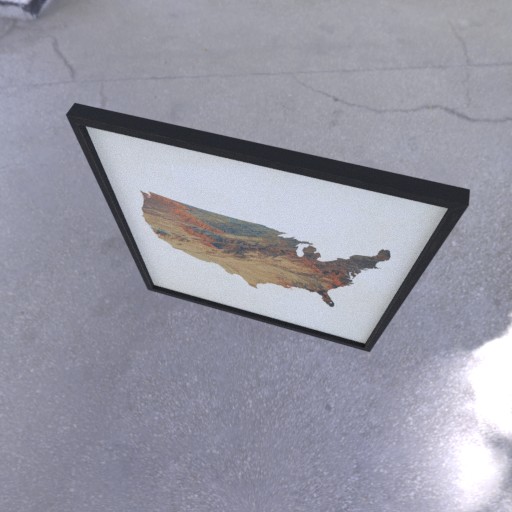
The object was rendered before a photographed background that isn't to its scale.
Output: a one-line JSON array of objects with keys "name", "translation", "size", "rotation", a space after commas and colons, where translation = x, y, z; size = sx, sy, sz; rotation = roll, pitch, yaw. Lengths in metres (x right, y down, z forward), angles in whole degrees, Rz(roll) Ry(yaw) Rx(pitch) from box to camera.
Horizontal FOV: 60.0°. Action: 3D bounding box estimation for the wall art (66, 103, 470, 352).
[{"name": "wall art", "translation": [0.000, 0.000, 0.454], "size": [0.304, 0.303, 0.015], "rotation": [15, 60, 9]}]
